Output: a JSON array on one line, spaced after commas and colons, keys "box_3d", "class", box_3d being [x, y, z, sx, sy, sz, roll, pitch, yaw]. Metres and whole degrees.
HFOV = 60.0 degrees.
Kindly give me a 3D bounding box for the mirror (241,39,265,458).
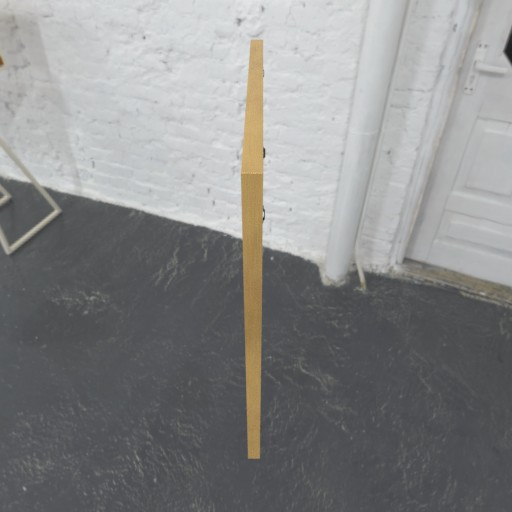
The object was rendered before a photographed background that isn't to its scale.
[{"box_3d": [0.000, 0.000, 1.341, 0.041, 1.016, 0.762, 0, 41, 1], "class": "mirror"}]
